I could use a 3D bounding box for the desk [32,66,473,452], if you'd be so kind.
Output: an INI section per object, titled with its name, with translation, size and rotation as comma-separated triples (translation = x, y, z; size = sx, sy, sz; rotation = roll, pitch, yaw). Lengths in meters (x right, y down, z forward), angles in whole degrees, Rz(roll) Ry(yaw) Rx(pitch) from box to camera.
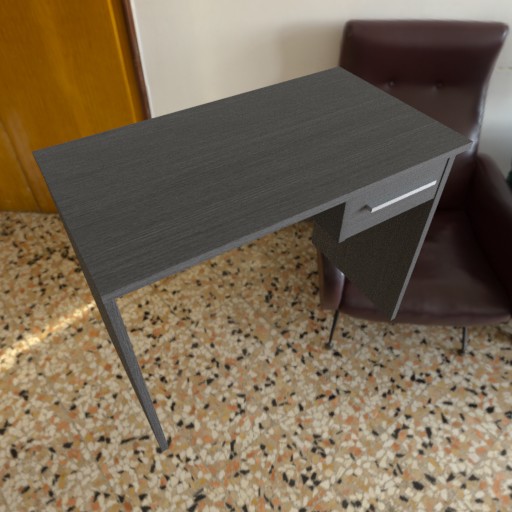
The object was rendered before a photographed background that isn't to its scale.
[desk]
translation = 0.000, 0.000, 1.283
size = 0.893, 0.724, 0.498
rotation = -24, 50, -21
